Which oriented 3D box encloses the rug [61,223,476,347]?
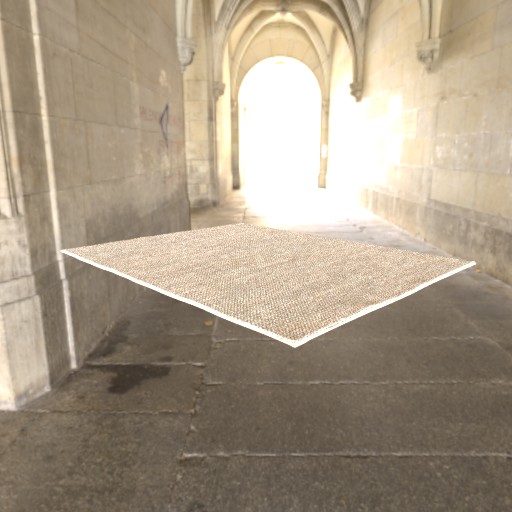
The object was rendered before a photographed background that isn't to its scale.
[{"bbox_3d":[0.000,0.000,4.123,2.429,0.030,3.052,-13,18,-43],"label":"rug"}]
